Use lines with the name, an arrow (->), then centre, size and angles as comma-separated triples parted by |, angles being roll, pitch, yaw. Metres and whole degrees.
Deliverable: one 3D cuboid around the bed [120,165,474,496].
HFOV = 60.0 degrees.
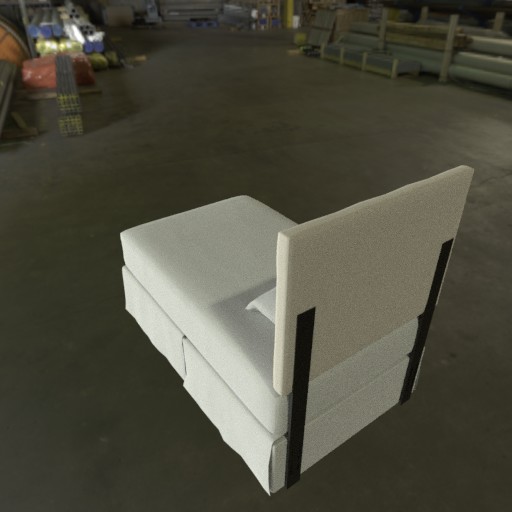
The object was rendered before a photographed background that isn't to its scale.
bed -> 0.000, 0.000, 2.887 | 1.261, 1.571, 1.997 | -21, 38, -30
